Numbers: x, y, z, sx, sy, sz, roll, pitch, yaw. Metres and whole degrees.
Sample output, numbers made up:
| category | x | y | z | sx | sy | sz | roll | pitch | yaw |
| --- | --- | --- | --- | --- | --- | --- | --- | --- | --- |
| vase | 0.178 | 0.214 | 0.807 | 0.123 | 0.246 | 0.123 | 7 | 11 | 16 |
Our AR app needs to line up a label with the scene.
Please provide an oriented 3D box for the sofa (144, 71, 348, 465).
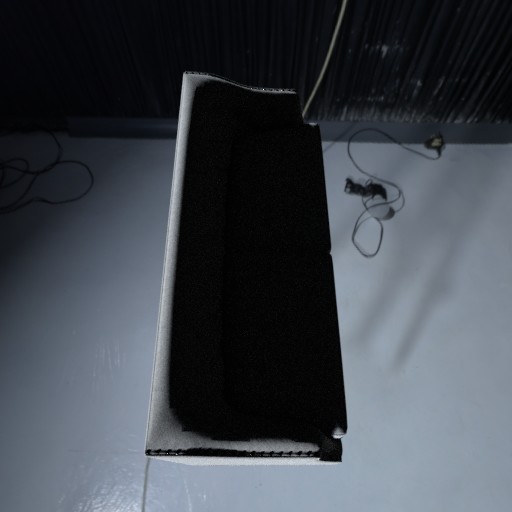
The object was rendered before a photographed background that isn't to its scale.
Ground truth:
| category | x | y | z | sx | sy | sz | roll | pitch | yaw |
| --- | --- | --- | --- | --- | --- | --- | --- | --- | --- |
| sofa | 0.000 | 0.000 | 2.645 | 0.914 | 0.901 | 2.235 | 0 | 62 | 0 |
